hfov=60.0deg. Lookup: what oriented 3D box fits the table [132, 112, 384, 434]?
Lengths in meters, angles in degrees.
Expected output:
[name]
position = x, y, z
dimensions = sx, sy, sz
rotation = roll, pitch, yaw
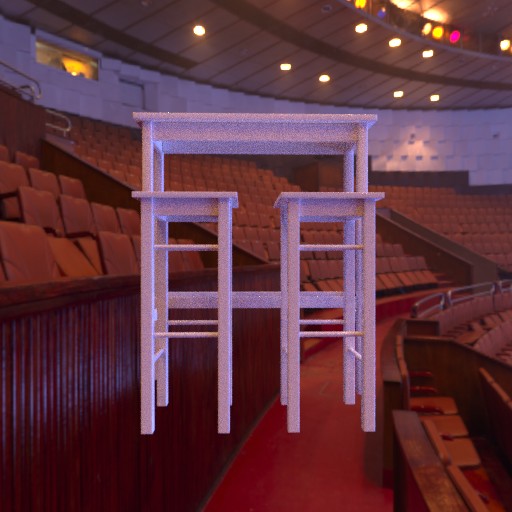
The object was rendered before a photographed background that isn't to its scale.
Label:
[table]
position = 0.000, 0.000, 1.644
dimensions = 0.915, 1.065, 0.650
rotation = 0, 0, -2
